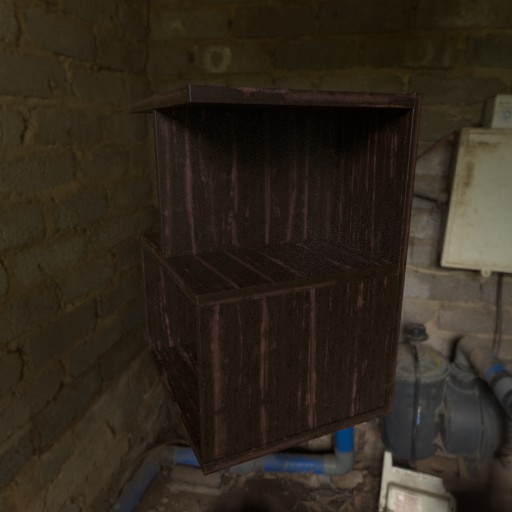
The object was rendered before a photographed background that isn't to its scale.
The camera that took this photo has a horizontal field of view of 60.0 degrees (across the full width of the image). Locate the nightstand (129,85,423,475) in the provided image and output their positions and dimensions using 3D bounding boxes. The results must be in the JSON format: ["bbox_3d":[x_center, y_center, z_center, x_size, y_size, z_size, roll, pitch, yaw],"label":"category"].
[{"bbox_3d":[0.000,0.000,0.830,0.356,0.559,0.400,-7,18,-24],"label":"nightstand"}]
